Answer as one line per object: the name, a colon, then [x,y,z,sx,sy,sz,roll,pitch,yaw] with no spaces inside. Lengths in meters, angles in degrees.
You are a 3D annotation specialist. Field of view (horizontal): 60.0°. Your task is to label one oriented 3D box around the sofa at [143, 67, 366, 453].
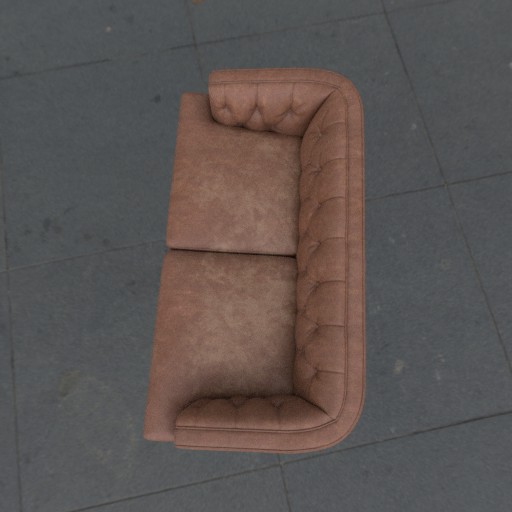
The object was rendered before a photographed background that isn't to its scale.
sofa: [0.000,0.000,2.214,0.914,0.786,1.755,3,75,1]
